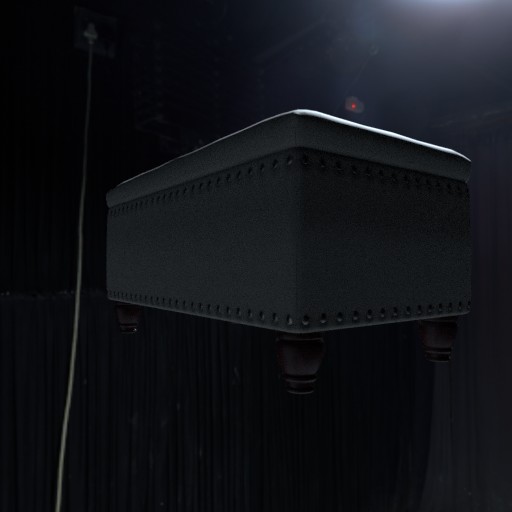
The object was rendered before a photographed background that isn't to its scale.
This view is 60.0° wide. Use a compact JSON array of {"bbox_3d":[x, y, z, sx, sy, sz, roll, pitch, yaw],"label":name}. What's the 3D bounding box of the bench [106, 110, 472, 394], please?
[{"bbox_3d":[0.000,0.000,1.144,0.500,0.449,0.887,1,-2,-36],"label":"bench"}]
